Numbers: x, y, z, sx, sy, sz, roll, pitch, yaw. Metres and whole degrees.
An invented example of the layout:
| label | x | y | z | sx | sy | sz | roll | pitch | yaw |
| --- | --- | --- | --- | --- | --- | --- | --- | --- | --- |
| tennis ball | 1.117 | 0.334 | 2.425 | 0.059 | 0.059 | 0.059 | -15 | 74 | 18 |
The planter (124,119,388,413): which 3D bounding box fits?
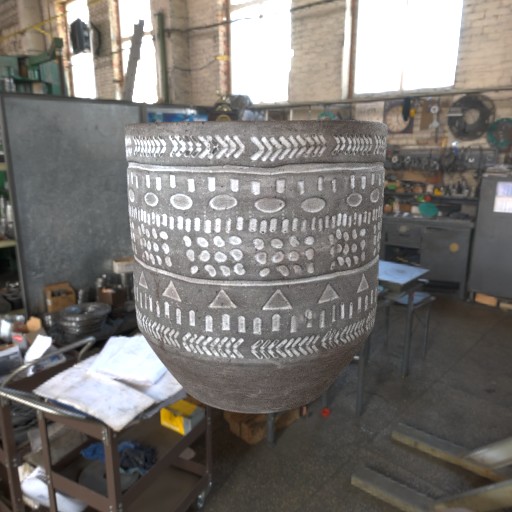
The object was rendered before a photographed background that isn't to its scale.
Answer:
| label | x | y | z | sx | sy | sz | roll | pitch | yaw |
| --- | --- | --- | --- | --- | --- | --- | --- | --- | --- |
| planter | 0.000 | 0.000 | 0.226 | 0.122 | 0.128 | 0.122 | 0 | 14 | 0 |
